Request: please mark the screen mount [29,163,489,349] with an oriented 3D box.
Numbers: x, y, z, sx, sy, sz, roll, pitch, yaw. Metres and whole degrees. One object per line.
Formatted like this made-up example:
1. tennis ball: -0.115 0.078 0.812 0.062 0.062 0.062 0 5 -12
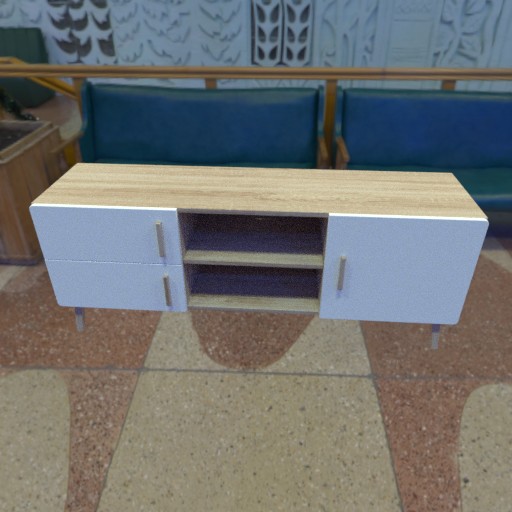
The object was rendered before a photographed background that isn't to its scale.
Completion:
1. screen mount: 0.000 0.000 1.748 1.500 0.570 0.420 2 32 4
